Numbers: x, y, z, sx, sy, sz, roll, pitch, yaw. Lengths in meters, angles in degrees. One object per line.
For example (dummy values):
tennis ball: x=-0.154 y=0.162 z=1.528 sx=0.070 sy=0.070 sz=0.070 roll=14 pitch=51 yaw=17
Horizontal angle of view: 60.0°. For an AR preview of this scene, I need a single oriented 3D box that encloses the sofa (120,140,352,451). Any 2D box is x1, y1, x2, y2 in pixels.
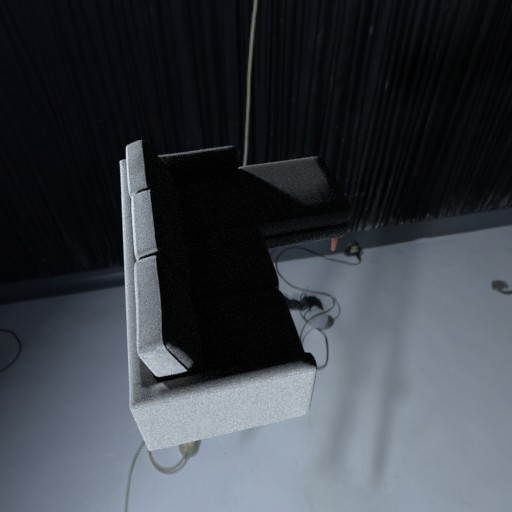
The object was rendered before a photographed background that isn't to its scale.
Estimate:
sofa: x=0.000 y=0.000 z=2.994 sx=1.667 sy=0.957 sz=2.055 roll=-10 pitch=47 yaw=-9
